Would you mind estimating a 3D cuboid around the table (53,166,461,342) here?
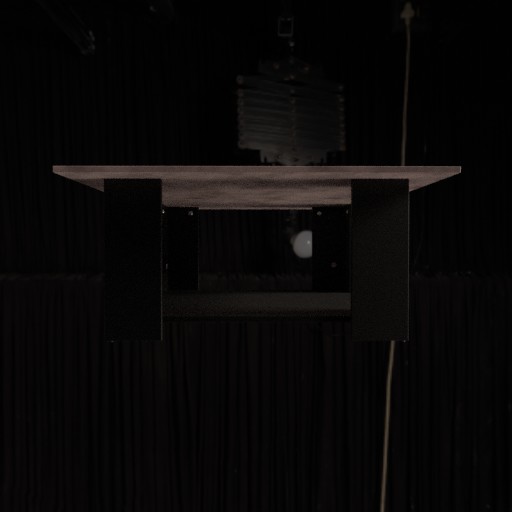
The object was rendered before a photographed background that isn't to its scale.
[{"bbox_3d":[0.000,0.000,1.064,0.670,0.305,0.670,0,1,0],"label":"table"}]
